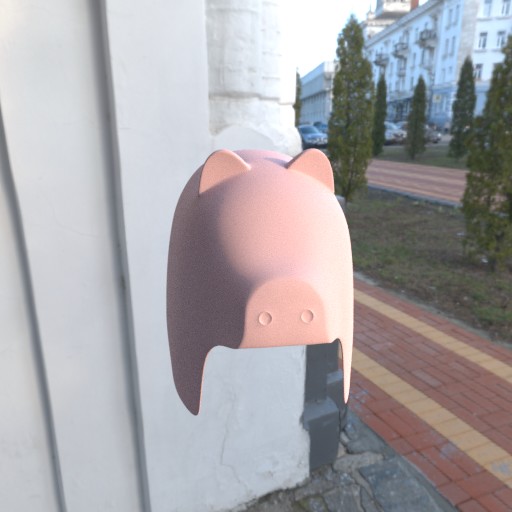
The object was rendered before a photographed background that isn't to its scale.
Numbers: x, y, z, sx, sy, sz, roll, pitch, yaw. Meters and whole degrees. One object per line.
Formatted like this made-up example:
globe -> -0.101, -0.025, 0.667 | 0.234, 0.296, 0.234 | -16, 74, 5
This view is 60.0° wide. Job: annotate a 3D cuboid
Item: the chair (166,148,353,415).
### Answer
chair -> 0.000, 0.000, 0.867 | 0.364, 0.423, 0.619 | -2, 17, -7
